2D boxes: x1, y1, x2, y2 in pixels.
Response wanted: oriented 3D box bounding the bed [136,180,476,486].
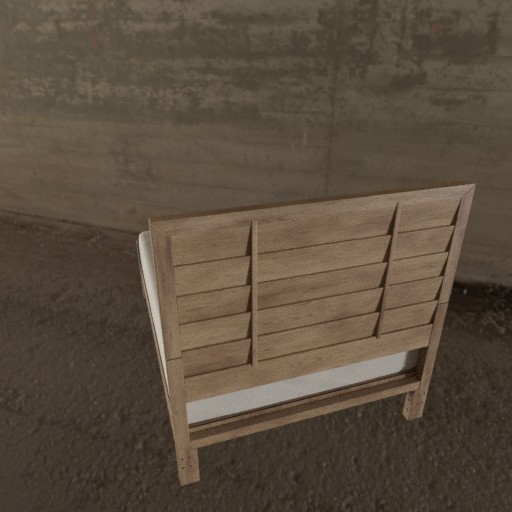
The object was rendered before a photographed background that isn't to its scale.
[{"bbox_3d":[0.000,0.000,3.311,1.626,1.626,2.197,-9,28,-16],"label":"bed"}]
